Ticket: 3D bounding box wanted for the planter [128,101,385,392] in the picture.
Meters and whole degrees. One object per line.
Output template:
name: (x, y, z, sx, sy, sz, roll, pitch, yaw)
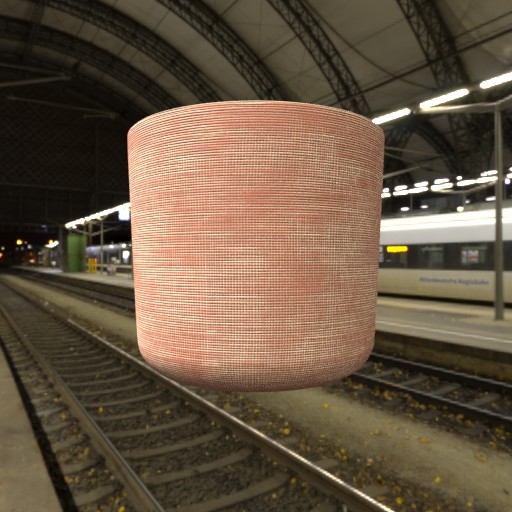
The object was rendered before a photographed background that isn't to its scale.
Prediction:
planter: (0.000, 0.000, 0.789, 0.440, 0.398, 0.440, 0, 0, 0)
